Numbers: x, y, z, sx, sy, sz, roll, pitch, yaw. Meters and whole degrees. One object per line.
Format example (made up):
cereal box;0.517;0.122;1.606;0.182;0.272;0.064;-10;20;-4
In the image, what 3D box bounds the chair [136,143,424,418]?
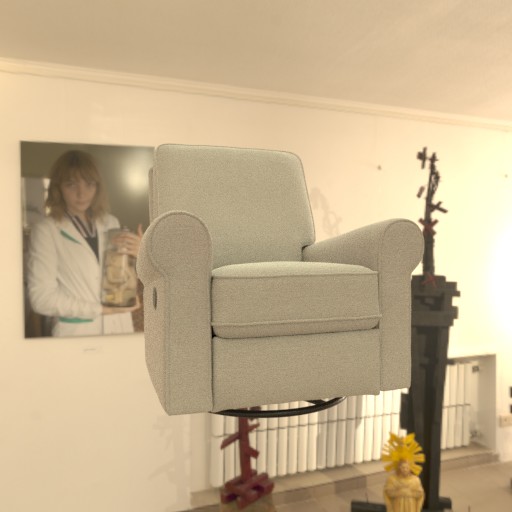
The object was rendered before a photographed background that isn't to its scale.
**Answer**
chair;0.000;0.000;1.679;0.890;0.960;0.878;0;0;-19
